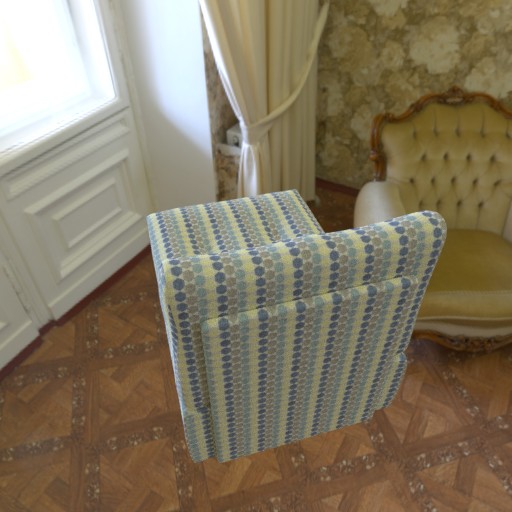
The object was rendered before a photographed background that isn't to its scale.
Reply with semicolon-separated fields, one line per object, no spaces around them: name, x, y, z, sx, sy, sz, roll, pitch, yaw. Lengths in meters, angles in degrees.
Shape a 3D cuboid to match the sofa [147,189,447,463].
sofa;0.000;0.000;1.548;0.700;0.820;1.000;-11;42;-12
